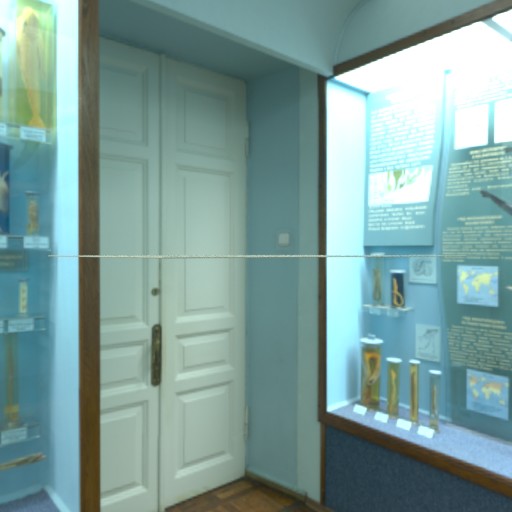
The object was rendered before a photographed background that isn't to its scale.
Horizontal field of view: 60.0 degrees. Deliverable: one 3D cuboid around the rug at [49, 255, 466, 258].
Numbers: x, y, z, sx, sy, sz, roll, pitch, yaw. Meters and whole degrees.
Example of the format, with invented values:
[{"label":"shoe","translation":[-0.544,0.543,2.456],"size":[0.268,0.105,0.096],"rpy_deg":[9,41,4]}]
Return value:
[{"label":"rug","translation":[0.000,0.000,4.117],"size":[3.045,0.008,2.421],"rpy_deg":[0,0,-38]}]
